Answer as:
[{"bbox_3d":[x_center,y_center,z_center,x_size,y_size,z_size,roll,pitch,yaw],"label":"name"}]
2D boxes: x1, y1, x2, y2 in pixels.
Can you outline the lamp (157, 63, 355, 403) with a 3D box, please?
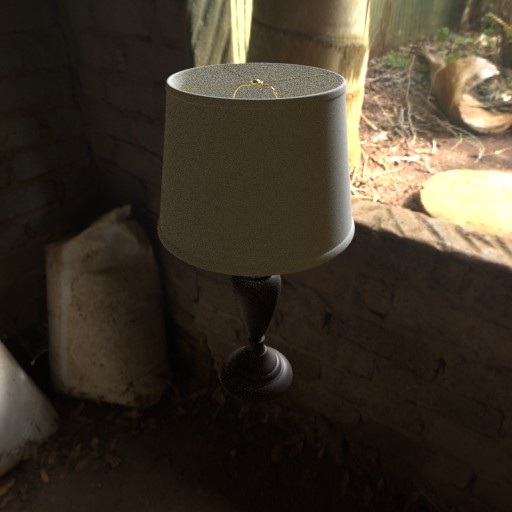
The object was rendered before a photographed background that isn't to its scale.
[{"bbox_3d":[0.000,0.000,0.806,0.335,0.611,0.335,0,33,0],"label":"lamp"}]
